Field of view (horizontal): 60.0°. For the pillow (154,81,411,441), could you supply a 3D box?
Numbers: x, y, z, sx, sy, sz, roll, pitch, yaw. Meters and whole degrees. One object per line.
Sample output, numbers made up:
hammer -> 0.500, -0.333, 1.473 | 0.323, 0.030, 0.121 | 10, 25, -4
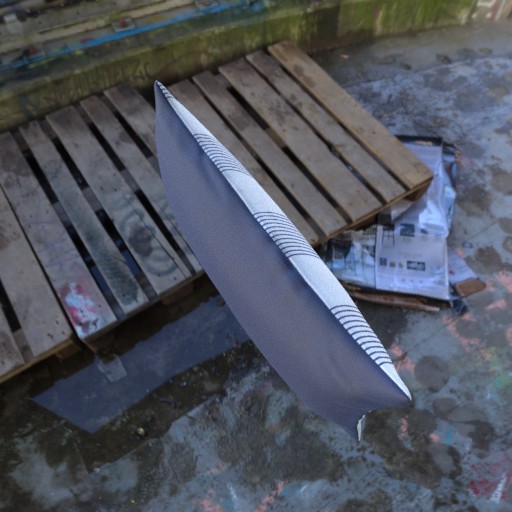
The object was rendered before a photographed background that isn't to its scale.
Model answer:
pillow -> 0.000, 0.000, 0.713 | 0.151, 0.287, 0.610 | -28, 63, -16
